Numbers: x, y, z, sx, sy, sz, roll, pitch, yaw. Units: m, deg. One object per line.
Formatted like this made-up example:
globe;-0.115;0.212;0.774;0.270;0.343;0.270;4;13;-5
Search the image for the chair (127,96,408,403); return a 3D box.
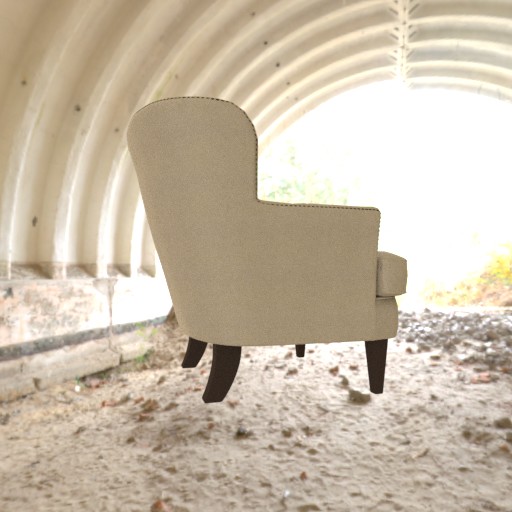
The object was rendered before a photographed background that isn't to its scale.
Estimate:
chair;0.000;0.000;1.602;0.906;0.868;0.848;1;-2;-17
